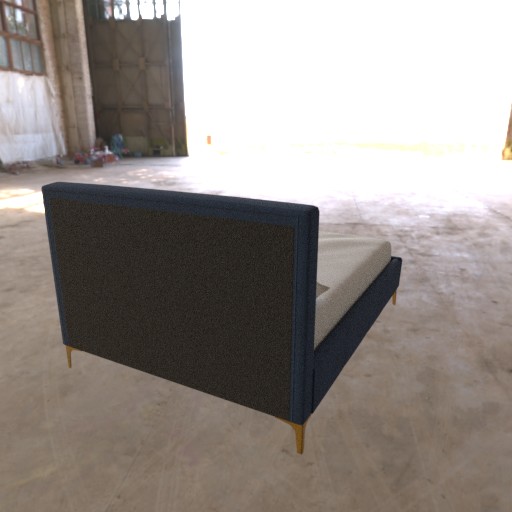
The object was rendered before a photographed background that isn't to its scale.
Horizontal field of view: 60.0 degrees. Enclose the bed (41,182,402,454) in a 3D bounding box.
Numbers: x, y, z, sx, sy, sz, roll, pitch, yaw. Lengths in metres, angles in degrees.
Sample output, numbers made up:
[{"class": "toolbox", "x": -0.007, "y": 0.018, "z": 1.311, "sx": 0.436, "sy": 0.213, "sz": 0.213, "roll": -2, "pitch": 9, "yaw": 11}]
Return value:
[{"class": "bed", "x": 0.000, "y": 0.000, "z": 3.284, "sx": 1.723, "sy": 1.231, "sz": 2.172, "roll": 9, "pitch": 19, "yaw": 27}]
